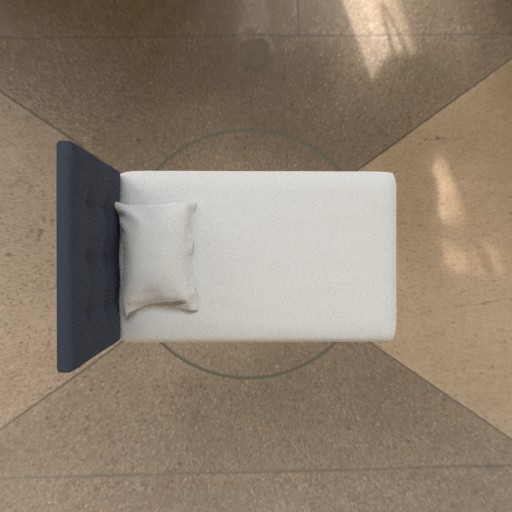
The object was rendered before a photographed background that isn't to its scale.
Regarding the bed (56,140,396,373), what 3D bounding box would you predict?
[{"bbox_3d":[0.000,0.000,2.942,1.997,1.571,1.261,0,90,-1],"label":"bed"}]
